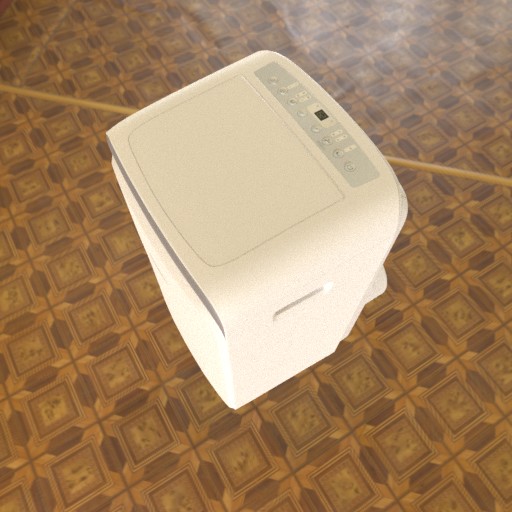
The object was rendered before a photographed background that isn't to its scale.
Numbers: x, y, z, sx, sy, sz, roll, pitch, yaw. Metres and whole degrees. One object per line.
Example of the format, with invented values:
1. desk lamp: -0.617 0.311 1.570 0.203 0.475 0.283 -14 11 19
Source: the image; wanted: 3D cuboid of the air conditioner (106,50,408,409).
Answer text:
1. air conditioner: 0.000 0.000 1.040 0.467 0.765 0.478 -29 67 -14
